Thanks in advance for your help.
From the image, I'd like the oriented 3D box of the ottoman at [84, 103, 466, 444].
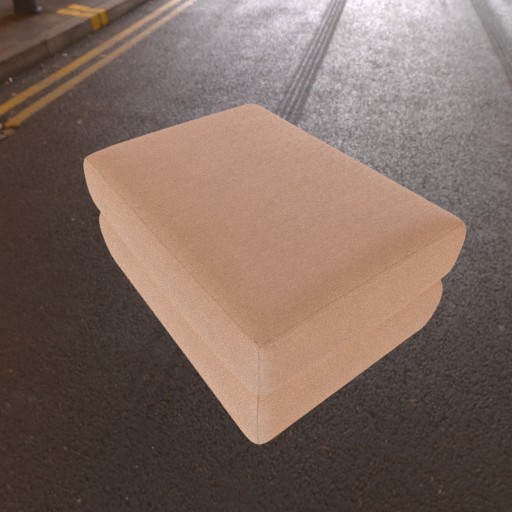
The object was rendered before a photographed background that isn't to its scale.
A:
[{"bbox_3d":[0.000,0.000,1.143,0.569,0.499,0.773,-26,48,-26],"label":"ottoman"}]
